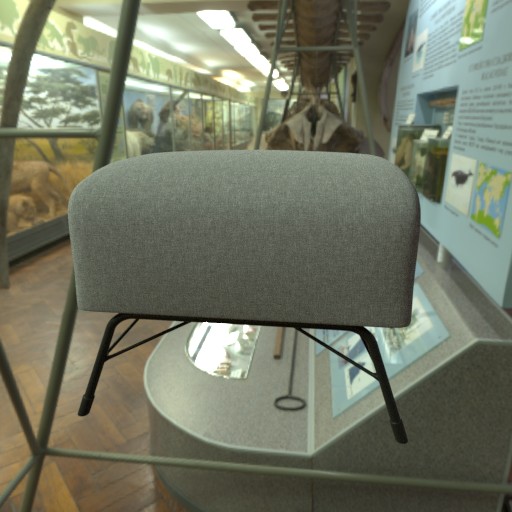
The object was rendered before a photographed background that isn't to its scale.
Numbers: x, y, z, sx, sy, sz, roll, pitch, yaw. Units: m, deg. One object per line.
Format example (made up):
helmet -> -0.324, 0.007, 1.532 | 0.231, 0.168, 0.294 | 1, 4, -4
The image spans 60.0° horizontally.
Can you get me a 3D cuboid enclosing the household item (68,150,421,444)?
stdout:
household item -> 0.000, 0.000, 0.888 | 0.530, 0.410, 0.530 | 2, 17, 7
